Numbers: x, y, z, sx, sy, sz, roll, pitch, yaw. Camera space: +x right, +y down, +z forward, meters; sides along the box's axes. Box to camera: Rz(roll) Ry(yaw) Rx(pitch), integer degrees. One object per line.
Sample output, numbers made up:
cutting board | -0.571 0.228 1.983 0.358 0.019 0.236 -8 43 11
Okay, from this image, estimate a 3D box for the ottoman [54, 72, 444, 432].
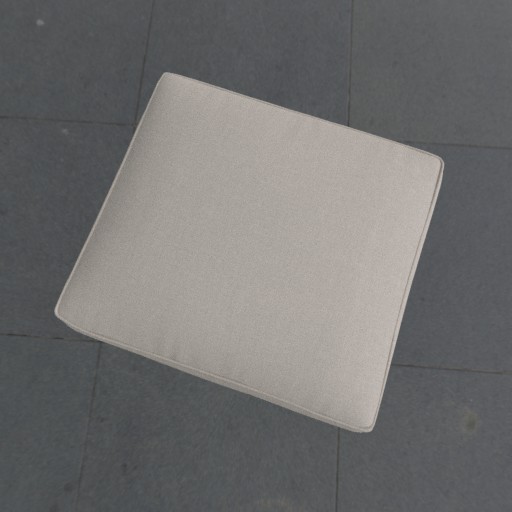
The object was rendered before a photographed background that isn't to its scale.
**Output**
ottoman | 0.000 0.000 1.136 0.716 0.505 0.662 19 77 4
